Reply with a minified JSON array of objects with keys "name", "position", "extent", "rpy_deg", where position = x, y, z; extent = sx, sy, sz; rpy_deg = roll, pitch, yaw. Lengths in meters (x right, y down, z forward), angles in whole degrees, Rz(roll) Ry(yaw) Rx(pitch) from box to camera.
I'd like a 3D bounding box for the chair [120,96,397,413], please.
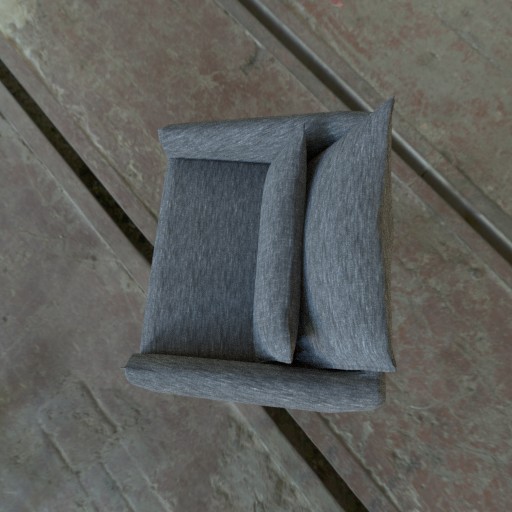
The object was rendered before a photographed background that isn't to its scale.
[{"name":"chair","position":[0.000,0.000,1.569],"extent":[0.805,0.842,1.004],"rpy_deg":[4,74,1]}]
